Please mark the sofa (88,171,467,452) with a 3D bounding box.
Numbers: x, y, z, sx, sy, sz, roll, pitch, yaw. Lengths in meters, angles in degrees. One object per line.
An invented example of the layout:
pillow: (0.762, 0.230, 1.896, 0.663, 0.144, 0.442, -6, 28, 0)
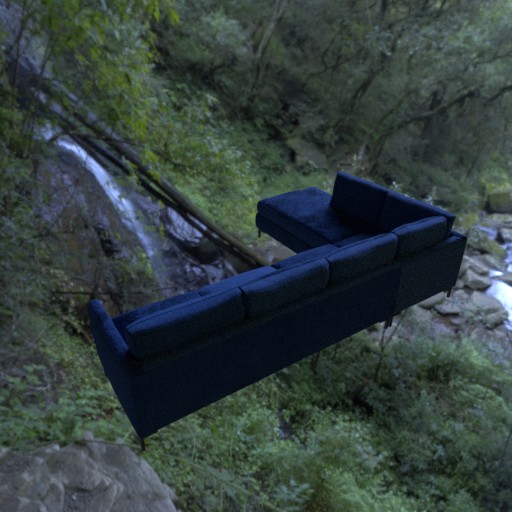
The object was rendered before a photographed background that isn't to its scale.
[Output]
sofa: (0.000, 0.000, 3.786, 2.949, 0.815, 2.007, -18, 34, -29)
